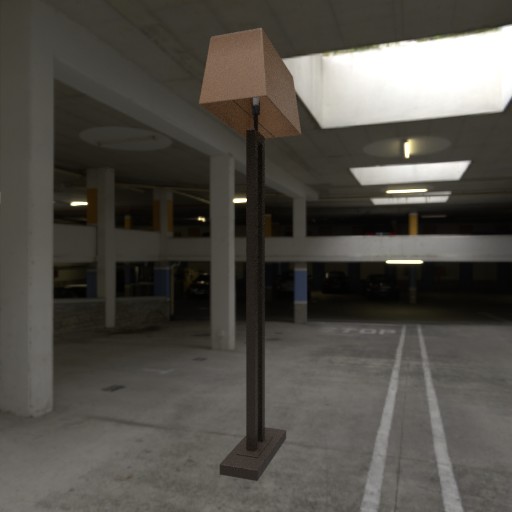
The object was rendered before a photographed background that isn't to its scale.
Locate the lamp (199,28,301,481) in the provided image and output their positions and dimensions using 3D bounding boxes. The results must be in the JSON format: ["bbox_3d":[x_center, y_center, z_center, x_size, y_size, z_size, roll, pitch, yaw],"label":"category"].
[{"bbox_3d":[0.000,0.000,1.637,0.233,1.469,0.475,0,0,19],"label":"lamp"}]
